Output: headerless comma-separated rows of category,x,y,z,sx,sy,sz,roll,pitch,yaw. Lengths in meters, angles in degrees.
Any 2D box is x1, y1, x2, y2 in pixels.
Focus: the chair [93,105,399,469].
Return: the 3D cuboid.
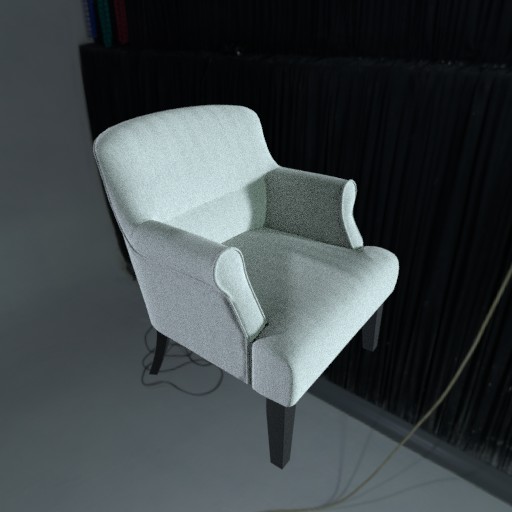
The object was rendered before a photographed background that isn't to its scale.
chair,0.000,0.000,1.478,0.750,0.875,0.781,18,32,32
